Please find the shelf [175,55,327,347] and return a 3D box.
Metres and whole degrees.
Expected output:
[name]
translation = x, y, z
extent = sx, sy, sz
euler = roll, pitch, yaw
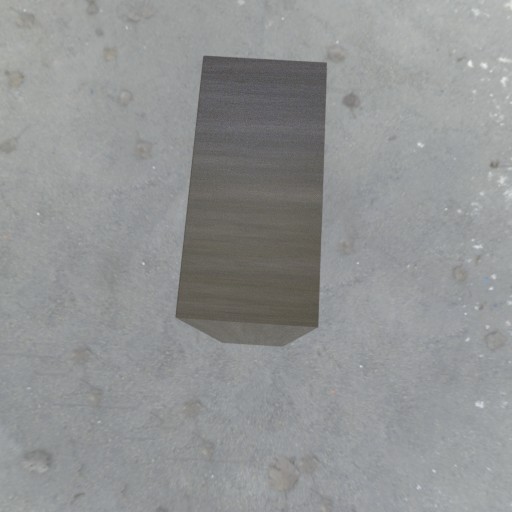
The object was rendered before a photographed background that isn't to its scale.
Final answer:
[shelf]
translation = 0.000, 0.000, 1.807
extent = 0.323, 1.545, 0.670
euler = 4, 77, 1
